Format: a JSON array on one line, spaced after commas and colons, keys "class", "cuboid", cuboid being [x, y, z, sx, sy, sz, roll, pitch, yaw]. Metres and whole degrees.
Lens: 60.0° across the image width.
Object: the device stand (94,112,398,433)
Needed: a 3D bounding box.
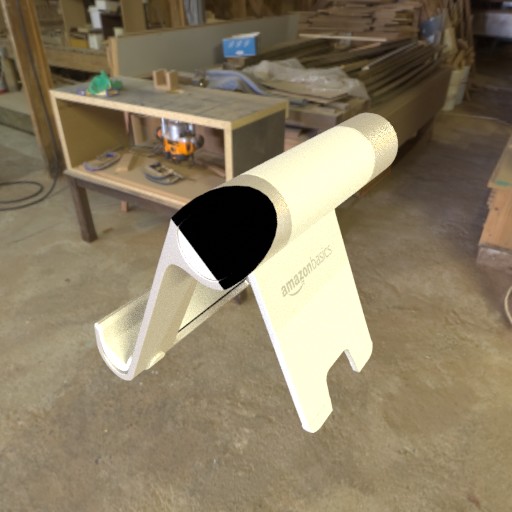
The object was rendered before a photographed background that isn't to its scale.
[{"class": "device stand", "cuboid": [0.000, 0.000, 0.152, 0.079, 0.084, 0.086, 22, 39, 30]}]
